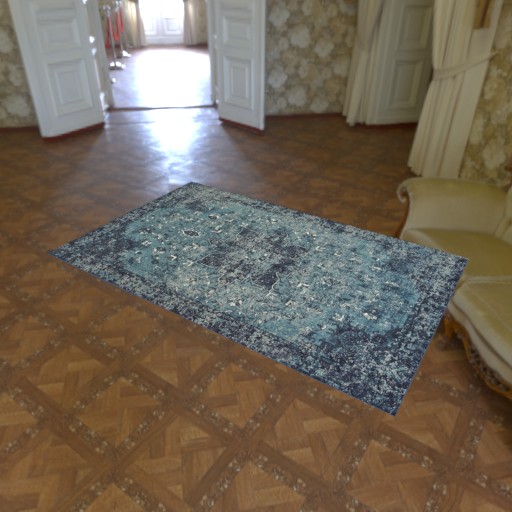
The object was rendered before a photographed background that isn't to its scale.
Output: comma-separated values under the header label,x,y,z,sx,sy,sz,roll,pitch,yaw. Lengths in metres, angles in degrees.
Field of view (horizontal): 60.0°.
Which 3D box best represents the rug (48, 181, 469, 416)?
label,x,y,z,sx,sy,sz,roll,pitch,yaw
rug,0.000,0.000,3.017,2.440,0.007,1.525,19,37,28
